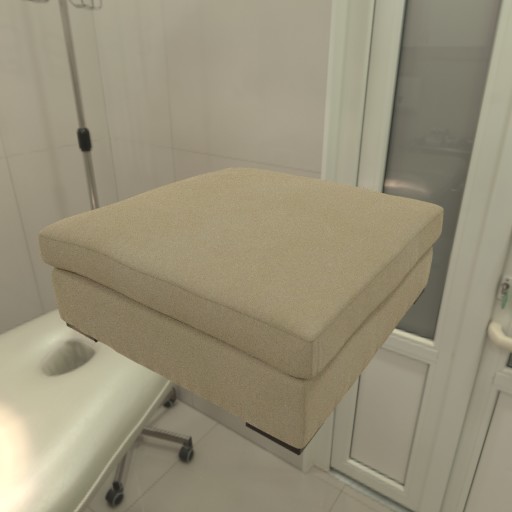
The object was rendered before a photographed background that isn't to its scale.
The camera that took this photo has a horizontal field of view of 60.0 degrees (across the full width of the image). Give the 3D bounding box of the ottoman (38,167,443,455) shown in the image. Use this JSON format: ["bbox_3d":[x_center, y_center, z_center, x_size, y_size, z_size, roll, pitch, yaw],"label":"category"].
[{"bbox_3d":[0.000,0.000,1.841,1.190,0.522,1.205,17,30,32],"label":"ottoman"}]
